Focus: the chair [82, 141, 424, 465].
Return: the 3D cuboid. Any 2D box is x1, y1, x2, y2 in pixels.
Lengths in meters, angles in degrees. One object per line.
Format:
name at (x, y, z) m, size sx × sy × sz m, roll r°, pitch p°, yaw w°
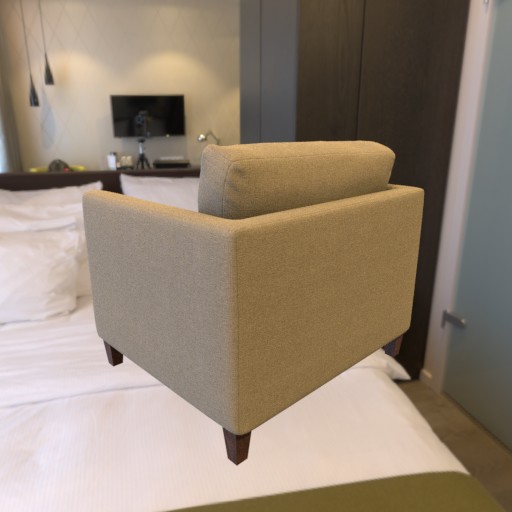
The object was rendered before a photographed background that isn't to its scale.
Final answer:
chair at (0.000, 0.000, 1.880) m, size 1.107 × 0.963 × 0.959 m, roll -16°, pitch 23°, yaw -42°
